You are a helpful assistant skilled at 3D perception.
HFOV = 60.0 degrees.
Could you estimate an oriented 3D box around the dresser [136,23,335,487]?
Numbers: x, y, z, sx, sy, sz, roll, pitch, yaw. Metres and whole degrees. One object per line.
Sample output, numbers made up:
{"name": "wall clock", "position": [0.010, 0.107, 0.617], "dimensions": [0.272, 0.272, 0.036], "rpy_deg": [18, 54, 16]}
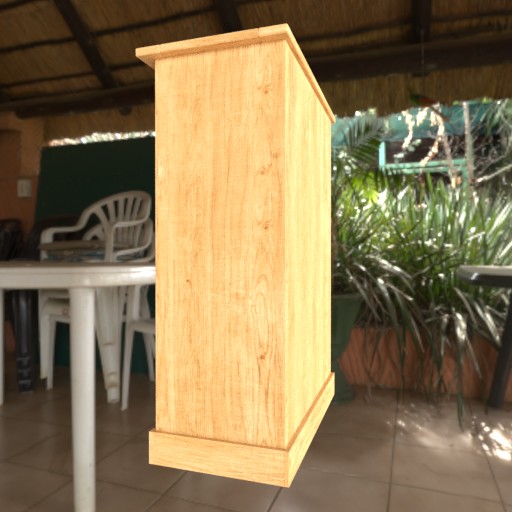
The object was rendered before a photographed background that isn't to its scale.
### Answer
{"name": "dresser", "position": [0.000, 0.000, 1.736], "dimensions": [0.485, 1.300, 0.915], "rpy_deg": [0, 1, 18]}
